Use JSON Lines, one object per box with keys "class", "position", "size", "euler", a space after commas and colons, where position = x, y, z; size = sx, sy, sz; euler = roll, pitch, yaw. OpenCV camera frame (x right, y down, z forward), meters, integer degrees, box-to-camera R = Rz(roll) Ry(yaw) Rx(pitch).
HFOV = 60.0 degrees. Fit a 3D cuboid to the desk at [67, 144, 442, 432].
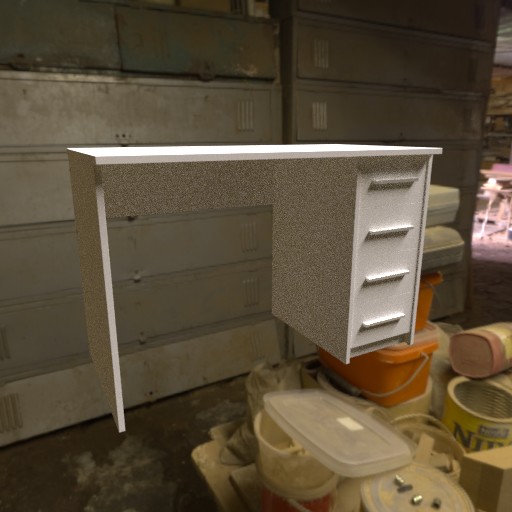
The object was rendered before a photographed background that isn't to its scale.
{"class": "desk", "position": [0.000, 0.000, 1.546], "size": [1.096, 0.730, 0.560], "euler": [-8, 17, -27]}
